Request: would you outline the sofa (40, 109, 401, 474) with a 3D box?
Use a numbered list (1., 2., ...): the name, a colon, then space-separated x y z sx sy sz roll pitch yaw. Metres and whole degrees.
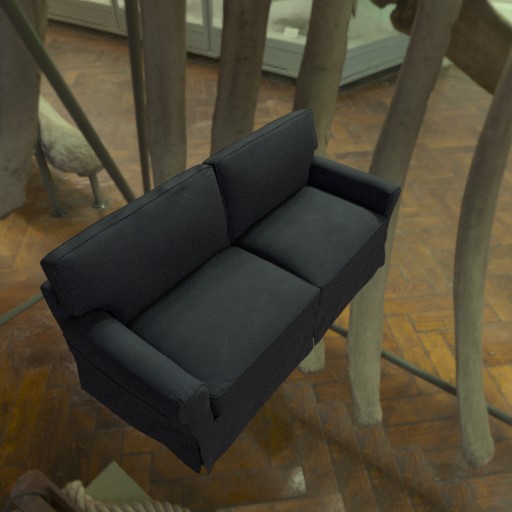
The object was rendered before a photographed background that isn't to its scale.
1. sofa: 0.000 0.000 2.777 0.983 1.094 2.256 27 48 28
